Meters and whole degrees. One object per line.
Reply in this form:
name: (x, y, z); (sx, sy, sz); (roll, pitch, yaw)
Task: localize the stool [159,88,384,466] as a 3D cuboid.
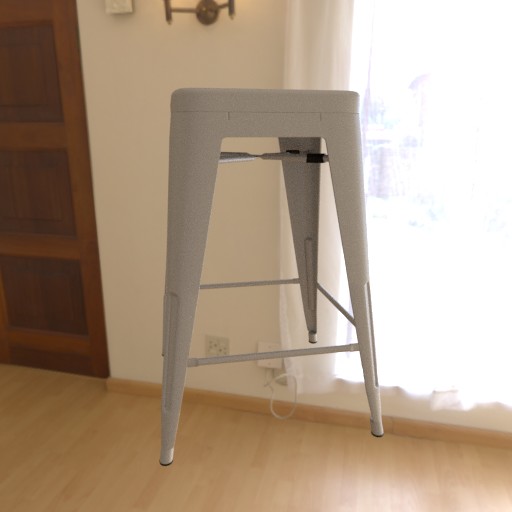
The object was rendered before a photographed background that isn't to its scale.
stool: (0.000, 0.000, 0.895); (0.410, 0.608, 0.410); (-3, 16, -11)
